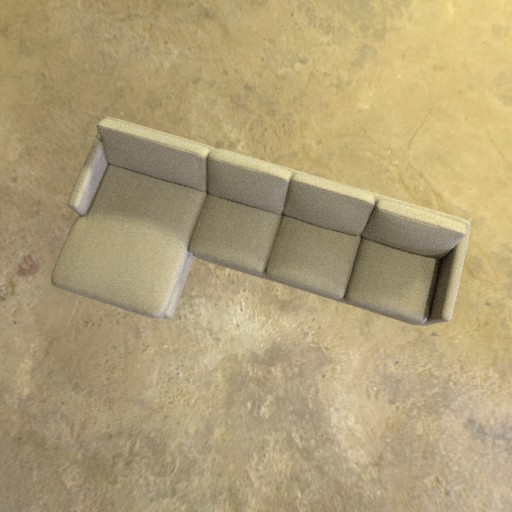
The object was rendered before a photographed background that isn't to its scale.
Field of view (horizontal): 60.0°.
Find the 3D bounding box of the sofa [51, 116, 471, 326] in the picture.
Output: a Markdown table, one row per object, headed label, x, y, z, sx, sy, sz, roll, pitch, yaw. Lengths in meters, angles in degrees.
| label | x | y | z | sx | sy | sz | roll | pitch | yaw |
| --- | --- | --- | --- | --- | --- | --- | --- | --- | --- |
| sofa | 0.000 | 0.000 | 3.734 | 3.201 | 0.876 | 1.502 | 17 | 77 | 4 |
